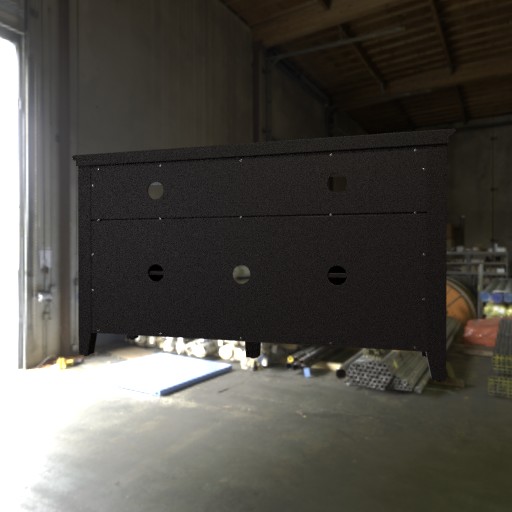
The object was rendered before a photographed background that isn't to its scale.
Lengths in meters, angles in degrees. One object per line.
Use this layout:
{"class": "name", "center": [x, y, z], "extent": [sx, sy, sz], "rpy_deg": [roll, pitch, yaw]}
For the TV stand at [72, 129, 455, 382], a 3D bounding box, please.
{"class": "TV stand", "center": [0.000, 0.000, 1.508], "extent": [1.198, 0.681, 0.347], "rpy_deg": [0, 0, 16]}
